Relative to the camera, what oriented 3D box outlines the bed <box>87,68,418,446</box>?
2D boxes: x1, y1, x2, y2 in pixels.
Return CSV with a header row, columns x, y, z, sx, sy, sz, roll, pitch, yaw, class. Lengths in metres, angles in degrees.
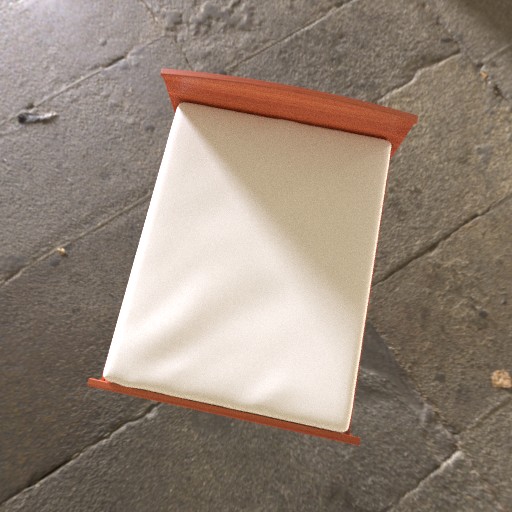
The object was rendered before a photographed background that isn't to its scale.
x,y,z,sx,sy,sz,roll,pitch,yaw,class
0.000,0.000,2.973,1.683,0.848,2.053,11,77,3,bed
